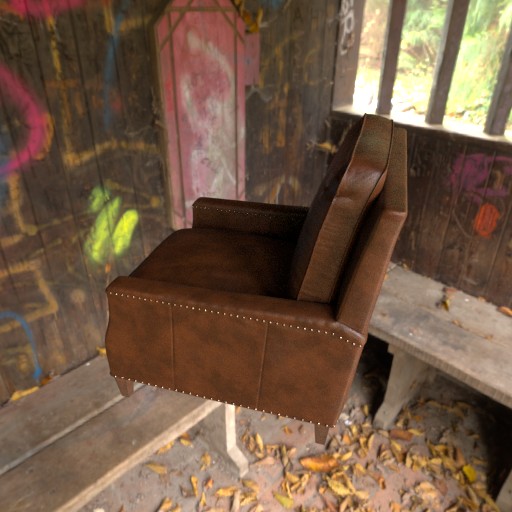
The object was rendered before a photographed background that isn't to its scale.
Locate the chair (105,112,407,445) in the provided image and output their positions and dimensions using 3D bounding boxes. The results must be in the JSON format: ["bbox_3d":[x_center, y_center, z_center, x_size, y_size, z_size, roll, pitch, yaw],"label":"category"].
[{"bbox_3d":[0.000,0.000,1.800,1.035,1.054,0.854,8,31,14],"label":"chair"}]
